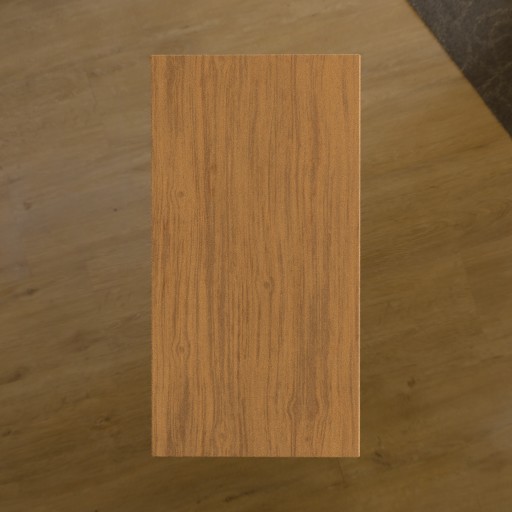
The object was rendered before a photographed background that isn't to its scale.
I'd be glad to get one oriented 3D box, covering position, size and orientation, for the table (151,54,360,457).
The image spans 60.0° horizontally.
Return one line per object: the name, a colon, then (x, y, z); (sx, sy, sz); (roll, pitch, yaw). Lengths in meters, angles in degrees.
table: (0.000, 0.000, 1.683); (0.693, 0.445, 1.331); (0, 90, 1)
